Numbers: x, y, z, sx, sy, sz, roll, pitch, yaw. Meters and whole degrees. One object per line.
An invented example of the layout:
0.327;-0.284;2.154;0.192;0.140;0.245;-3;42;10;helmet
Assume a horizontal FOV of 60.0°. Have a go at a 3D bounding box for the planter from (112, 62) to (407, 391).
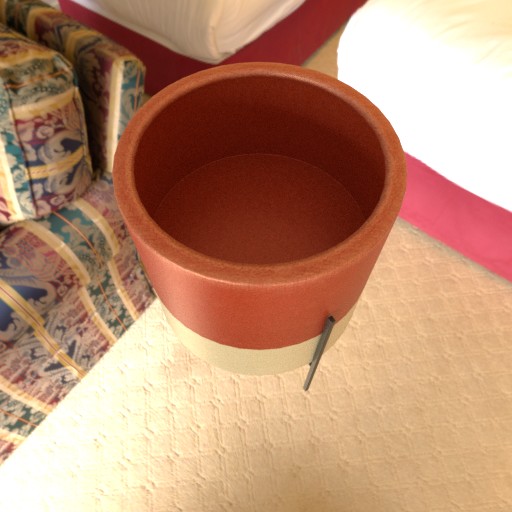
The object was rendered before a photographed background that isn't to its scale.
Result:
0.000;0.000;0.715;0.354;0.465;0.345;0;59;0;planter
